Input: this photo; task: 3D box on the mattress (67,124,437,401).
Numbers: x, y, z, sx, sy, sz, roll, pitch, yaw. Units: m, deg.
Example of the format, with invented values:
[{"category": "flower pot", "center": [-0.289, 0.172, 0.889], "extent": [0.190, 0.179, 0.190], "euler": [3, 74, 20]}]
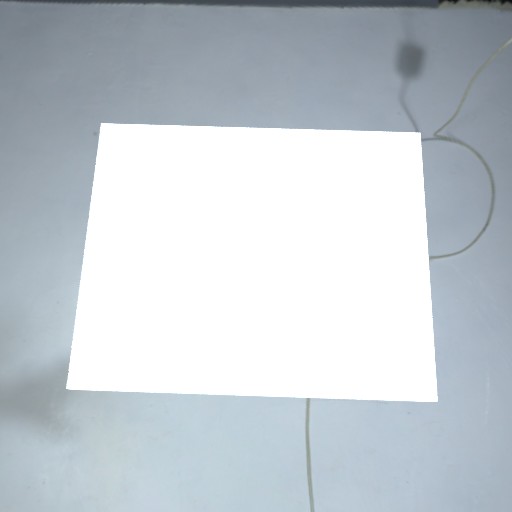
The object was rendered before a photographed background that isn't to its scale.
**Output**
[{"category": "mattress", "center": [0.000, 0.000, 2.675], "extent": [2.000, 0.230, 1.600], "euler": [2, 76, 0]}]
